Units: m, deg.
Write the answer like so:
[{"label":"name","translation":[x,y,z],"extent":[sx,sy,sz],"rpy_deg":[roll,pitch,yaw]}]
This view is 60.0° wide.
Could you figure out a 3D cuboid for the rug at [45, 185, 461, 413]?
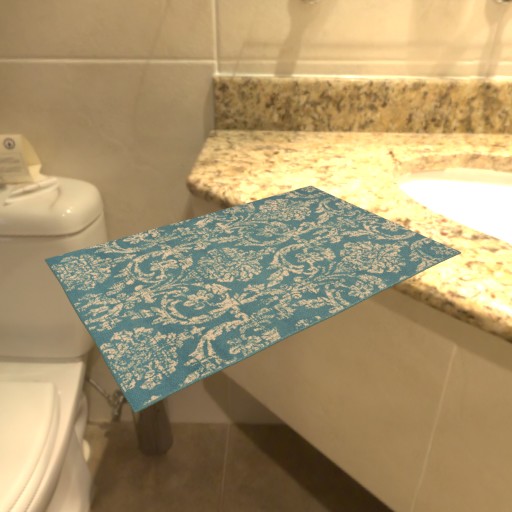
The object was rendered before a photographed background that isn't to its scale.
[{"label":"rug","translation":[0.000,0.000,2.333],"extent":[1.833,0.012,1.211],"rpy_deg":[-20,35,-30]}]
